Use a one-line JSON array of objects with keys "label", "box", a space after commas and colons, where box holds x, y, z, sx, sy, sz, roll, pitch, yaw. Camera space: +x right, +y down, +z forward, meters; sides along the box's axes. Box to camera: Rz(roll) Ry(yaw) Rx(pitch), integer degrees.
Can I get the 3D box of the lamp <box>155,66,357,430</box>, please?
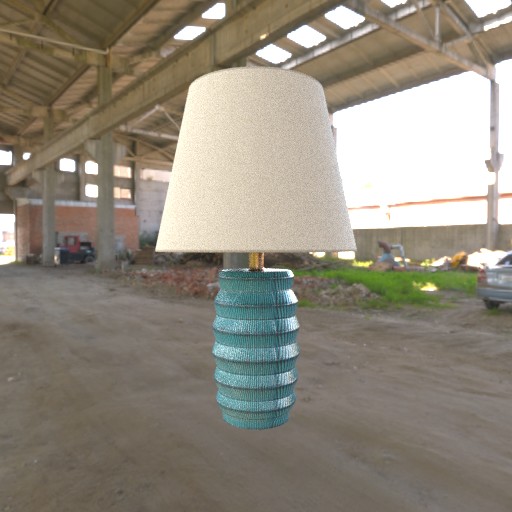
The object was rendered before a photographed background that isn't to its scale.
[{"label": "lamp", "box": [0.000, 0.000, 0.799, 0.355, 0.582, 0.355, 0, 1, 0]}]
